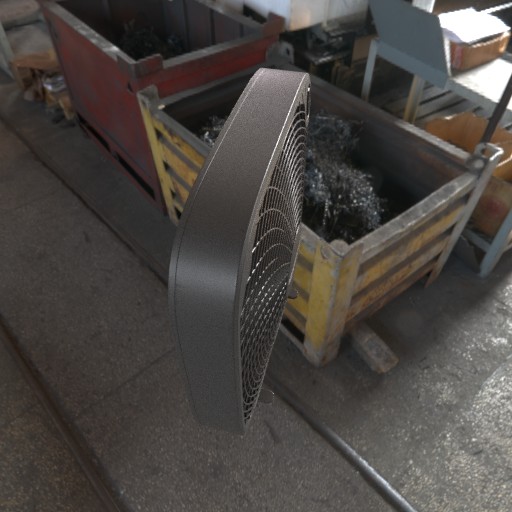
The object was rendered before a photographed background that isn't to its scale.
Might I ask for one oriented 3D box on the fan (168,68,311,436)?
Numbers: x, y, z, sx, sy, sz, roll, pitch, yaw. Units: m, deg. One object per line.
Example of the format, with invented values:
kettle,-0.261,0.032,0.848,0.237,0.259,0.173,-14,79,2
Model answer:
fan,0.000,0.000,0.792,0.142,0.533,0.526,10,48,9
